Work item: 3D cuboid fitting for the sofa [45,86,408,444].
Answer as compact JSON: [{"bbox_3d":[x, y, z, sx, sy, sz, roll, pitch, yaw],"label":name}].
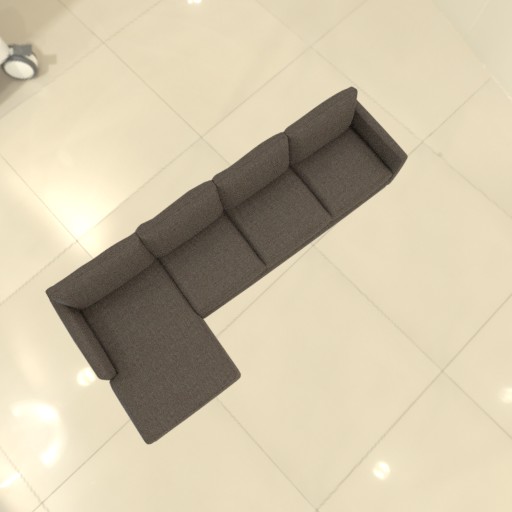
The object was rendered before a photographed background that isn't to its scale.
[{"bbox_3d":[0.000,0.000,3.270,2.731,0.754,1.258,-36,78,-9],"label":"sofa"}]
